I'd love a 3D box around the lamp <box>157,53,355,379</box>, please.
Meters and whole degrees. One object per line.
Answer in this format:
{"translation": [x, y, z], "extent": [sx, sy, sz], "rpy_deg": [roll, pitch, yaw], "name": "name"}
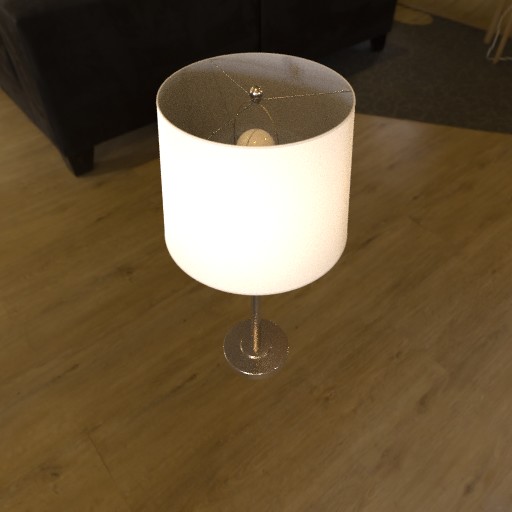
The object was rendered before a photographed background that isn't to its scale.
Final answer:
{"translation": [0.000, 0.000, 0.878], "extent": [0.333, 0.696, 0.333], "rpy_deg": [0, 46, 0], "name": "lamp"}
